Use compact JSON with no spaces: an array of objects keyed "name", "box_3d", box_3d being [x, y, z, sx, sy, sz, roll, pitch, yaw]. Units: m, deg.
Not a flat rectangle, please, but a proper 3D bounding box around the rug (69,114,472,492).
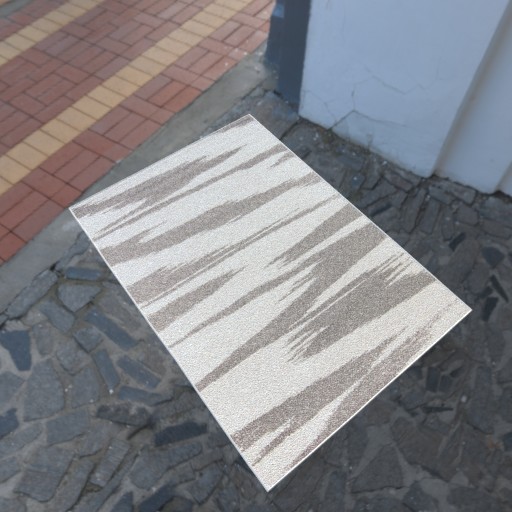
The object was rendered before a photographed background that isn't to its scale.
[{"name":"rug","box_3d":[0.000,0.000,2.774,1.533,0.010,2.142,-33,64,-19]}]
